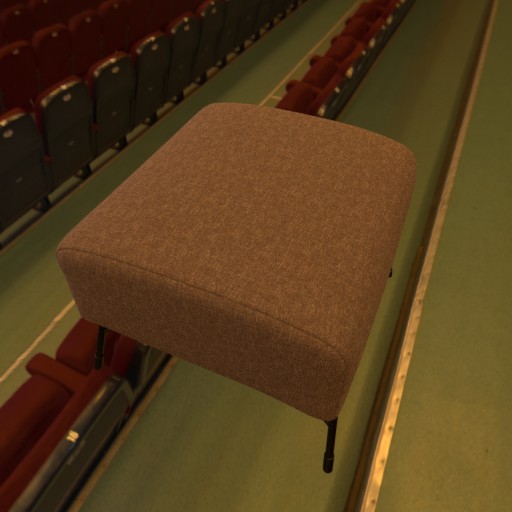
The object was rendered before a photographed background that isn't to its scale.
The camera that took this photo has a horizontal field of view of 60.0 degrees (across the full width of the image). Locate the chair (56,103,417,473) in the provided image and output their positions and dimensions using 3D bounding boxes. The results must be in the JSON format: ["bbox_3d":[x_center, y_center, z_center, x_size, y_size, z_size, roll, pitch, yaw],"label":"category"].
[{"bbox_3d":[0.000,0.000,0.891,0.530,0.410,0.530,18,49,16],"label":"chair"}]
